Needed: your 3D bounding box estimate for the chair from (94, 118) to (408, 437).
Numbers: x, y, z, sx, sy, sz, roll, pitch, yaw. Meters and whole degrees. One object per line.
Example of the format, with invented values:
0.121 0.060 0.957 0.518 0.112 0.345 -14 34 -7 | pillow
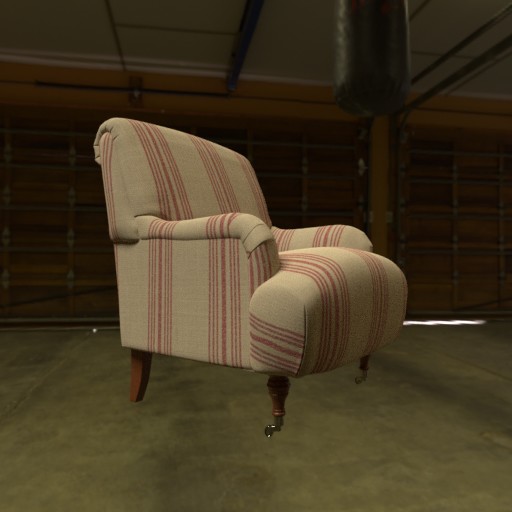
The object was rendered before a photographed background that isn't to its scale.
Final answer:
0.000 0.000 1.829 1.058 1.123 0.933 0 -1 35 | chair
